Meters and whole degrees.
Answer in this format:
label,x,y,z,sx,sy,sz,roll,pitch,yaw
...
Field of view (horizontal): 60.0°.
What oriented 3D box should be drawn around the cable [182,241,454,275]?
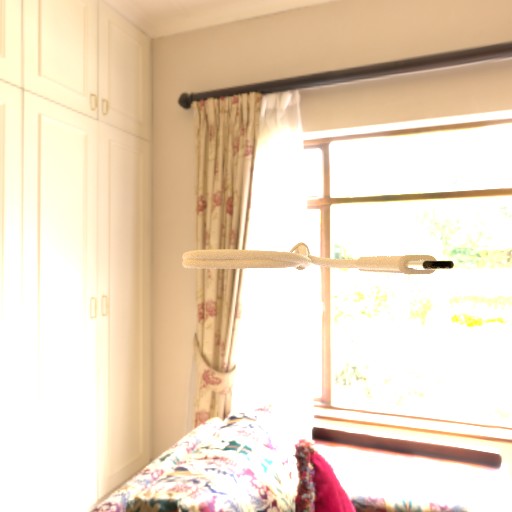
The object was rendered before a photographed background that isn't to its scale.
label,x,y,z,sx,sy,sz,roll,pitch,yaw
cable,0.000,0.000,0.209,0.070,0.014,0.186,0,-1,-17
